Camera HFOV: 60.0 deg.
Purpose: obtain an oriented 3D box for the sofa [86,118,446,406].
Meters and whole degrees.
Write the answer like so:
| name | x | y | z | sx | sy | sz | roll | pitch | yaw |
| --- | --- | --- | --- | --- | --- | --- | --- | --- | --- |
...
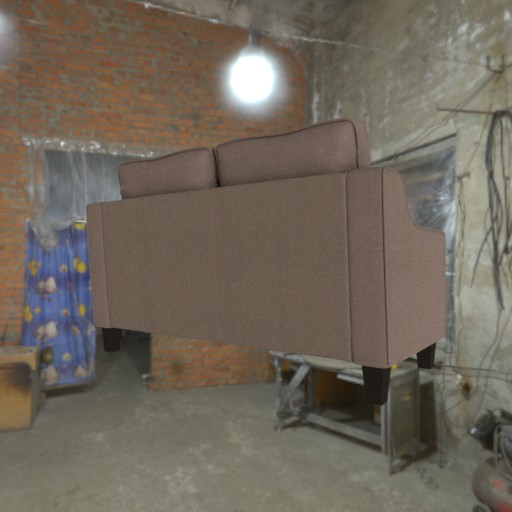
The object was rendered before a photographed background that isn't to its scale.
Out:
| name | x | y | z | sx | sy | sz | roll | pitch | yaw |
| --- | --- | --- | --- | --- | --- | --- | --- | --- | --- |
| sofa | 0.000 | 0.000 | 2.052 | 1.500 | 0.948 | 0.791 | 0 | -1 | 36 |
